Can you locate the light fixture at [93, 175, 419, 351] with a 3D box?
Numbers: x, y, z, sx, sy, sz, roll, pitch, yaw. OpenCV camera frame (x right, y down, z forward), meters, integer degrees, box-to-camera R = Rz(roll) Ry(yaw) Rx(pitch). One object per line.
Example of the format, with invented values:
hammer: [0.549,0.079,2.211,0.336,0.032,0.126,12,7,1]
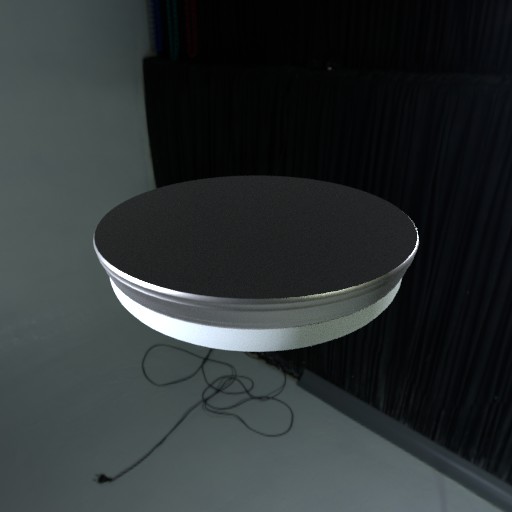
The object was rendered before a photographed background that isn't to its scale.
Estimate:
light fixture: [0.000,0.000,0.548,0.368,0.100,0.368,0,26,0]
